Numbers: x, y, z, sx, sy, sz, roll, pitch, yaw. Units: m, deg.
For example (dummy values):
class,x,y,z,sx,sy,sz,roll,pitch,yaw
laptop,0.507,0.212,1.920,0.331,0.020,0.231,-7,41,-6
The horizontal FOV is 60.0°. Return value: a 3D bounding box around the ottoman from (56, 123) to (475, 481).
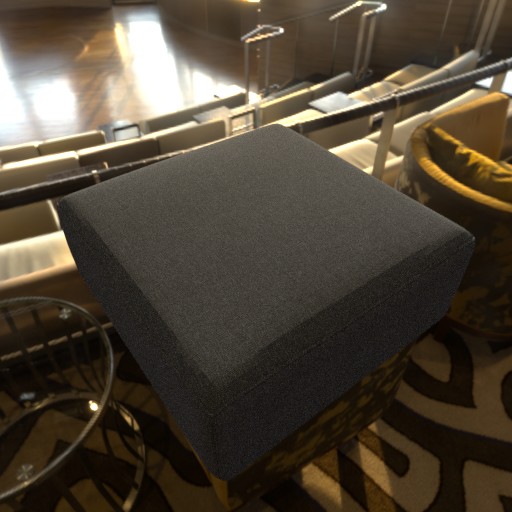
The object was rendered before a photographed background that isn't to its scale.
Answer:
class,x,y,z,sx,sy,sz,roll,pitch,yaw
ottoman,0.000,0.000,1.532,1.000,0.439,1.000,-27,49,-26
